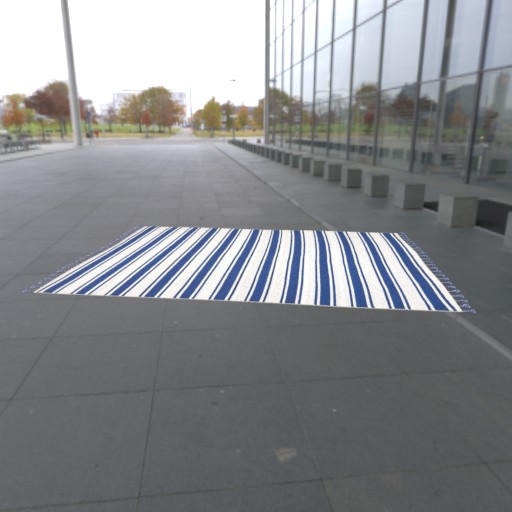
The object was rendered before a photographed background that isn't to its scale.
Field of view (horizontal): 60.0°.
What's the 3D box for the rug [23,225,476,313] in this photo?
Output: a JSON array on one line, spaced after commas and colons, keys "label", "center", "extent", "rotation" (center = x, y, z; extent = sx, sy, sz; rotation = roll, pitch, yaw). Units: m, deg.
[{"label": "rug", "center": [0.000, 0.000, 4.437], "extent": [3.416, 0.016, 2.471], "rotation": [2, 16, 7]}]
